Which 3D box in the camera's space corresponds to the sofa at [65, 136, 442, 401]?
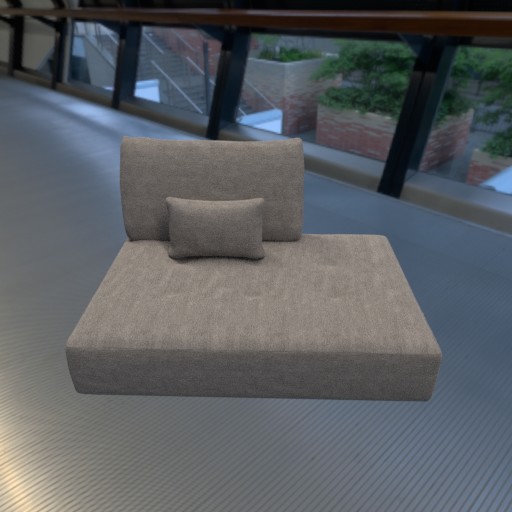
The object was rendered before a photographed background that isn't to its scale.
[{"bbox_3d":[0.000,0.000,2.007,1.450,0.820,1.002,1,31,1],"label":"sofa"}]
